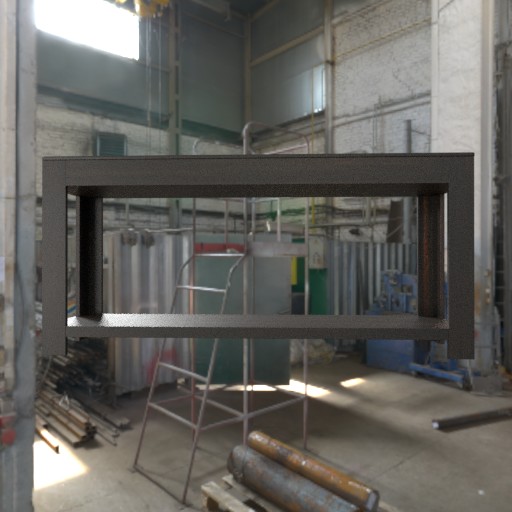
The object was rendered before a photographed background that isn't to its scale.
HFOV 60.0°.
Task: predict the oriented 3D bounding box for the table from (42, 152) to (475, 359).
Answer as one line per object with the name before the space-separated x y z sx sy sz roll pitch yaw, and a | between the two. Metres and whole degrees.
table | 0.000 0.000 1.854 1.631 0.762 0.384 0 0 2
